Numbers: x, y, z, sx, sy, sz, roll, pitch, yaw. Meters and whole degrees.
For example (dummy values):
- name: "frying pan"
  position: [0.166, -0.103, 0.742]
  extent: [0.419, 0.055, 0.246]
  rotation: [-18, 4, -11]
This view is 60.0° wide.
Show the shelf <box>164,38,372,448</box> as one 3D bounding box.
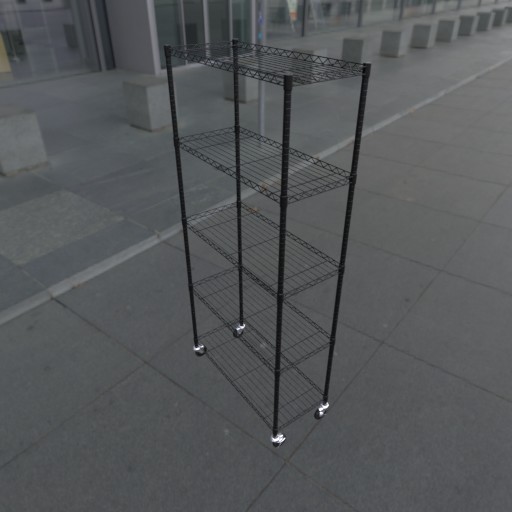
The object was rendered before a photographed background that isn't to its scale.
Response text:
- name: "shelf"
  position: [0.000, 0.000, 1.955]
  extent: [0.356, 1.645, 0.762]
  rotation: [-21, 38, -30]
